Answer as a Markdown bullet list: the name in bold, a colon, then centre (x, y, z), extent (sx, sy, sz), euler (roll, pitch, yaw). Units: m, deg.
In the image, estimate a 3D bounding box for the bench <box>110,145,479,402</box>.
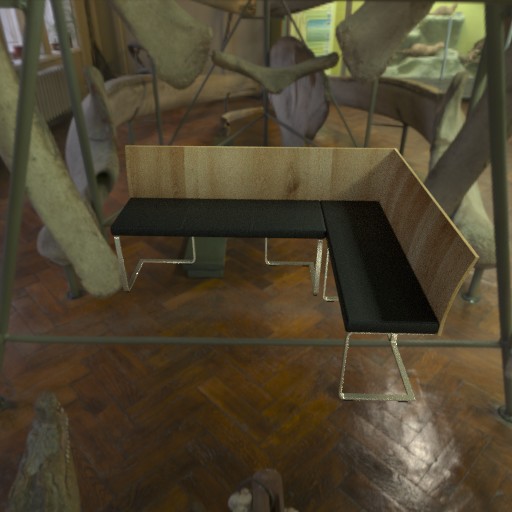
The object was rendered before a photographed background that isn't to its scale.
- **bench**: centre (0.000, 0.000, 2.785), extent (1.945, 0.930, 1.495), euler (1, 31, 2)
